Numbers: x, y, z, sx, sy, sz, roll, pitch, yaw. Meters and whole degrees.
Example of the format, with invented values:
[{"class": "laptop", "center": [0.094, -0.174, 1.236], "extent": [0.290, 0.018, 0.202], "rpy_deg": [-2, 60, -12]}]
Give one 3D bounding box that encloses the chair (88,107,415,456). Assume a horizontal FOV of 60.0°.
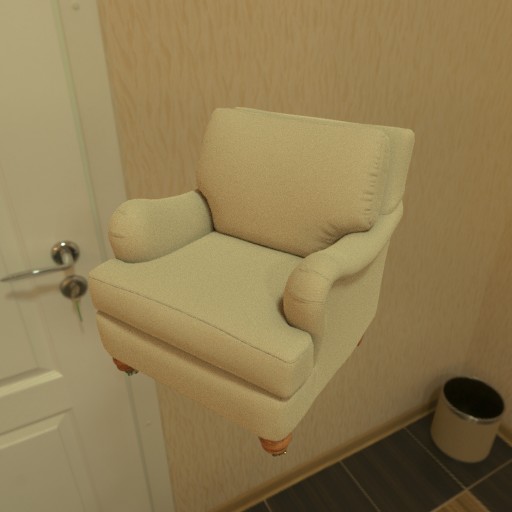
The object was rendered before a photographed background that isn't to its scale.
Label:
[{"class": "chair", "center": [0.000, 0.000, 1.852], "extent": [0.955, 1.038, 1.070], "rpy_deg": [18, 34, 28]}]
